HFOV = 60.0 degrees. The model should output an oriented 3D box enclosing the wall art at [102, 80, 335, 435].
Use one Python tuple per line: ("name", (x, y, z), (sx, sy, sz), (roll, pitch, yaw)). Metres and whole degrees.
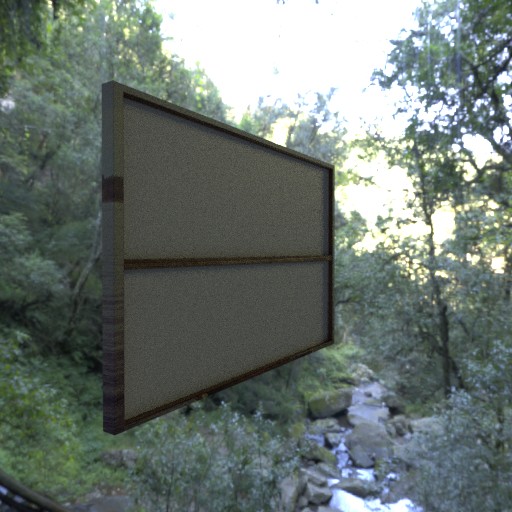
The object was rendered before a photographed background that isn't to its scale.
("wall art", (0.000, 0.000, 1.437), (0.040, 0.765, 1.149), (0, 1, 34))
